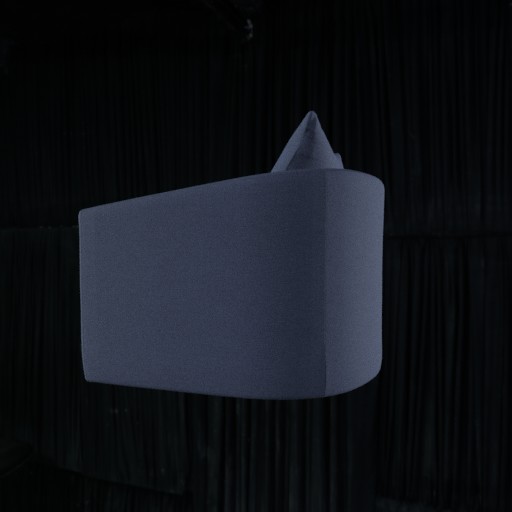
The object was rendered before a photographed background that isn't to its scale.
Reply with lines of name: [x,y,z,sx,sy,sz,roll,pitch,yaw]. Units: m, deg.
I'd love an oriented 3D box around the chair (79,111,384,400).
chair: [0.000,0.000,1.634,0.910,0.848,0.845,0,0,19]
